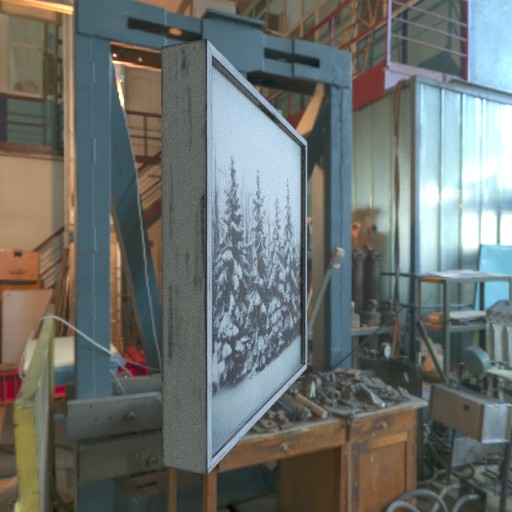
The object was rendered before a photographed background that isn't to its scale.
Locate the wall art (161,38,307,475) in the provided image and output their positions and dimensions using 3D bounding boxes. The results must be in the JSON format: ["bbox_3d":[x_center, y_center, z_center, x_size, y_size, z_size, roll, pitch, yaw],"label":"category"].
[{"bbox_3d":[0.000,0.000,0.457,0.036,0.303,0.303,0,0,20],"label":"wall art"}]
